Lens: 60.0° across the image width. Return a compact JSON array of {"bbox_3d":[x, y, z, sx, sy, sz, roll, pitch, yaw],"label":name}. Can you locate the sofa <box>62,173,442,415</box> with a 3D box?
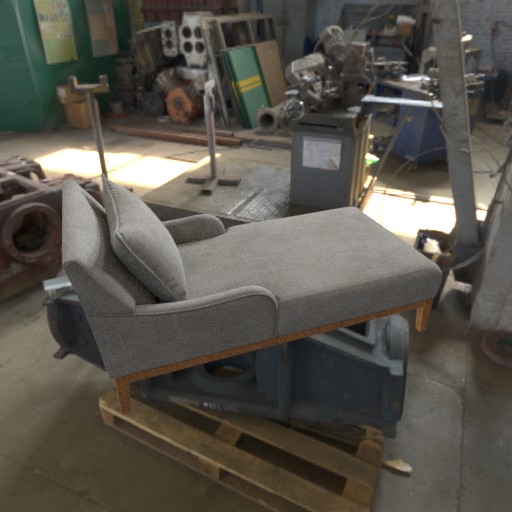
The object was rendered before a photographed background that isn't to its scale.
[{"bbox_3d":[0.000,0.000,2.366,1.779,0.859,0.894,-11,32,-18],"label":"sofa"}]
